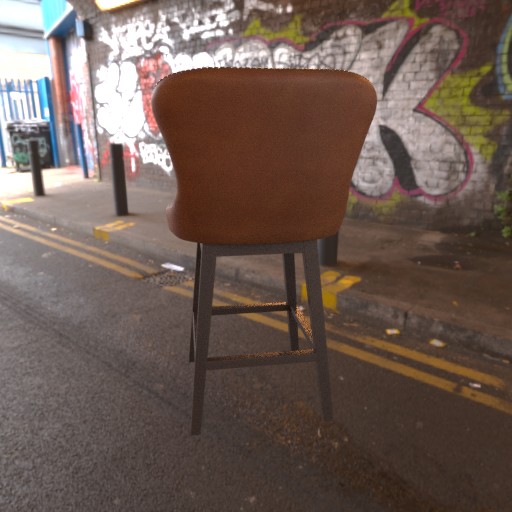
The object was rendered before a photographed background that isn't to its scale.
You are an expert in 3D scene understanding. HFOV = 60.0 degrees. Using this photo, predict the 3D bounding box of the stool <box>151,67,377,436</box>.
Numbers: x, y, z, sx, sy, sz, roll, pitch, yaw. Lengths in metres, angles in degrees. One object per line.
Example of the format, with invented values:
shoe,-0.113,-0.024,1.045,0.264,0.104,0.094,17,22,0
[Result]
stool,0.000,0.000,1.310,0.528,0.971,0.593,-3,17,-9
